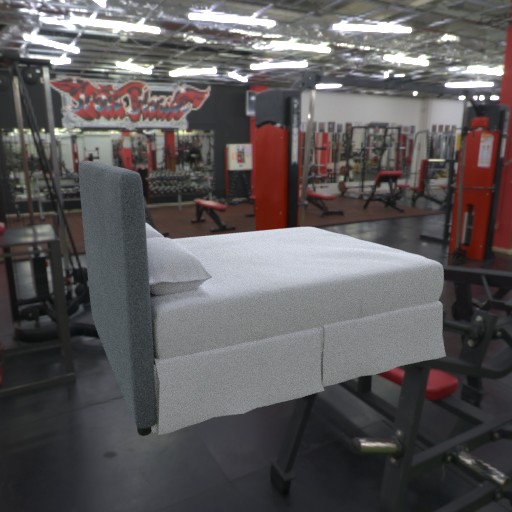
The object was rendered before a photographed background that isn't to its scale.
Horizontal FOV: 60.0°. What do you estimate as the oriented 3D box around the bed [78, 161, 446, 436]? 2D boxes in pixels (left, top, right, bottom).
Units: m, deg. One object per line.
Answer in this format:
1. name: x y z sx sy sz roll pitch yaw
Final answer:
1. bed: 0.000 0.000 3.176 2.142 1.330 1.713 -7 15 -26
